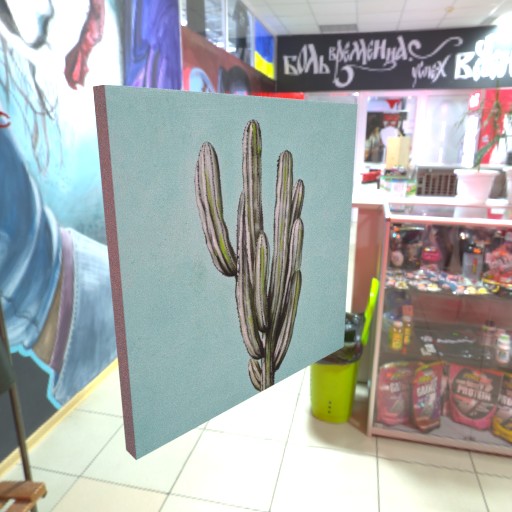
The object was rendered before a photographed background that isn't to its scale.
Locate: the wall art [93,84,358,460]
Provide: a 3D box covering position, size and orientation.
[{"bbox_3d":[0.000,0.000,0.891,0.603,0.603,0.036,-14,21,-42],"label":"wall art"}]
